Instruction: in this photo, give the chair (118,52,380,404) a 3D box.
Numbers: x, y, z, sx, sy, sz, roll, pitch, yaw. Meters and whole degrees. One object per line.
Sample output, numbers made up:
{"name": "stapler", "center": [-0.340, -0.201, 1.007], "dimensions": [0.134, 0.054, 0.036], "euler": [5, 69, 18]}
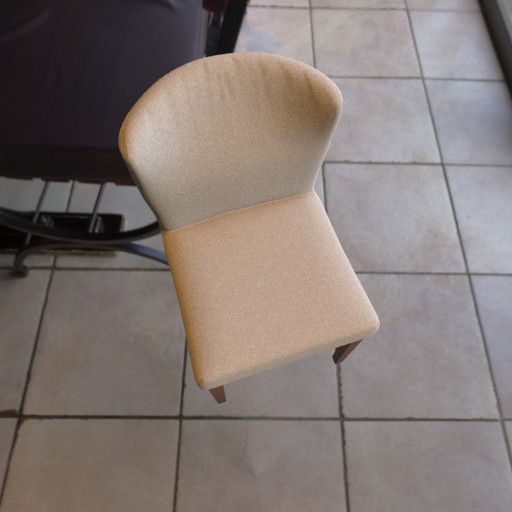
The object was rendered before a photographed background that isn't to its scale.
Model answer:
{"name": "chair", "center": [0.000, 0.000, 1.200], "dimensions": [0.491, 0.839, 0.592], "euler": [-16, 65, -8]}
